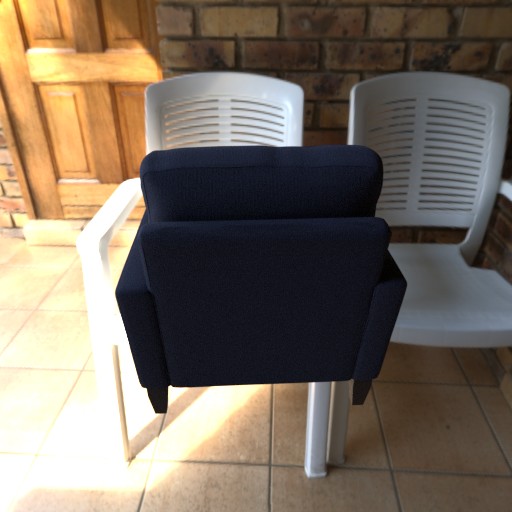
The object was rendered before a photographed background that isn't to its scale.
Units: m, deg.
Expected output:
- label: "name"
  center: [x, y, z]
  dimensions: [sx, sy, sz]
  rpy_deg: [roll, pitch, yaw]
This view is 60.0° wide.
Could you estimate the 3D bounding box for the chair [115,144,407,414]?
- label: "chair"
  center: [0.000, 0.000, 1.680]
  dimensions: [0.855, 0.991, 0.897]
  rpy_deg: [-2, 30, -3]
